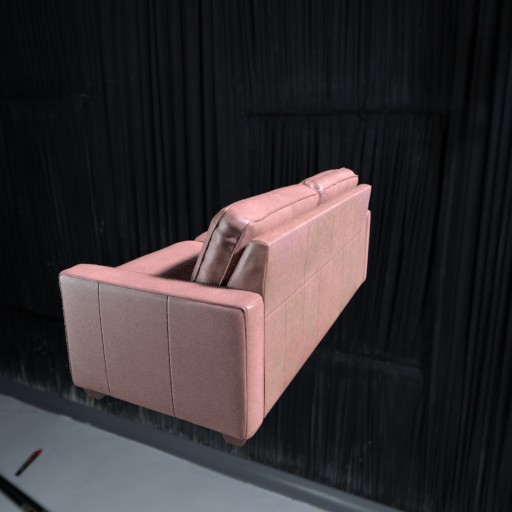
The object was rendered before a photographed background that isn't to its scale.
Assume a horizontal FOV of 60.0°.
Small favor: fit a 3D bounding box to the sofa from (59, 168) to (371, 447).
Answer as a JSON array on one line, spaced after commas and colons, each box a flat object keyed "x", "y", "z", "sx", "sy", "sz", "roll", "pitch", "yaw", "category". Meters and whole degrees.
[{"x": 0.000, "y": 0.000, "z": 2.605, "sx": 0.940, "sy": 0.919, "sz": 2.080, "roll": 8, "pitch": 18, "yaw": 24, "category": "sofa"}]
